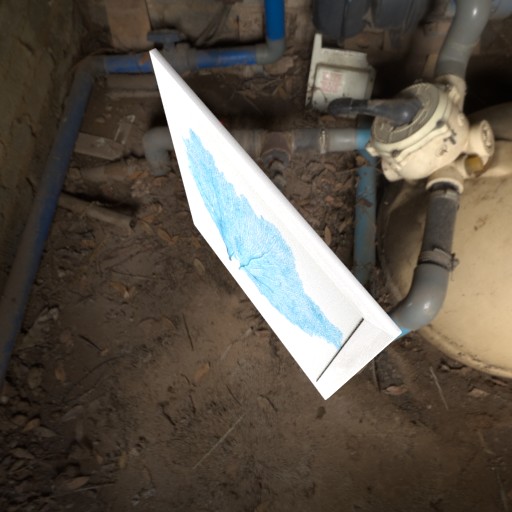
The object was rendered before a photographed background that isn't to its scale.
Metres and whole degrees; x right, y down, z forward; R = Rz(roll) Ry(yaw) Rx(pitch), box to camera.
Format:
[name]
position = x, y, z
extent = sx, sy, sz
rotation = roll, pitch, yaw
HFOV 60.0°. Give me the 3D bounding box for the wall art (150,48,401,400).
[wall art]
position = 0.000, 0.000, 0.890
extent = 0.013, 0.584, 0.584
rotation = -33, 69, -14
